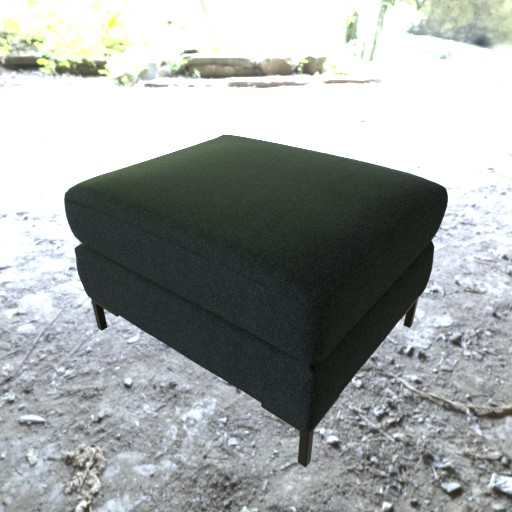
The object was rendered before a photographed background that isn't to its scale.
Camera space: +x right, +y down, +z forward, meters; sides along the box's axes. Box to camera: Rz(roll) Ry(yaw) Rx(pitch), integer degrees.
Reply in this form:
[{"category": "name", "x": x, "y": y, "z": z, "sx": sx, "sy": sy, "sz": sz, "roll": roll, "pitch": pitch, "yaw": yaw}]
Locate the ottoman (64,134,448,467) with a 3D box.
[{"category": "ottoman", "x": 0.000, "y": 0.000, "z": 1.304, "sx": 0.831, "sy": 0.533, "sz": 0.695, "roll": 22, "pitch": 37, "yaw": 32}]
